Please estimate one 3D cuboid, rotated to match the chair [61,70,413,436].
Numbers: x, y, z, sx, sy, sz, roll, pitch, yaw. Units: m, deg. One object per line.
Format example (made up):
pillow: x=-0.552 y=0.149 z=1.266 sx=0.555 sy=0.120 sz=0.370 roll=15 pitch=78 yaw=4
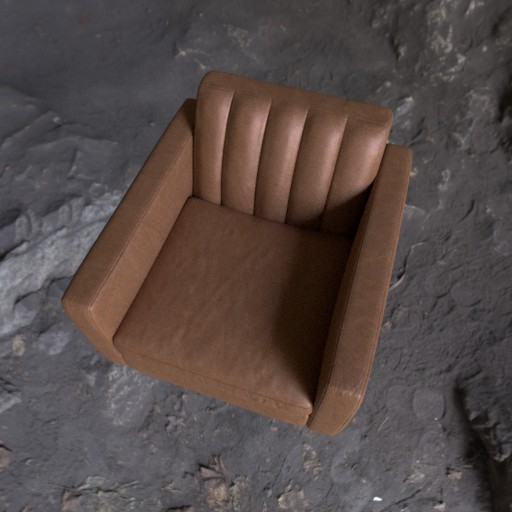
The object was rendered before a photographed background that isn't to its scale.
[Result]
chair: x=0.000 y=0.000 z=1.662 sx=0.953 sy=0.819 sz=0.998 roll=16 pitch=60 yaw=10
